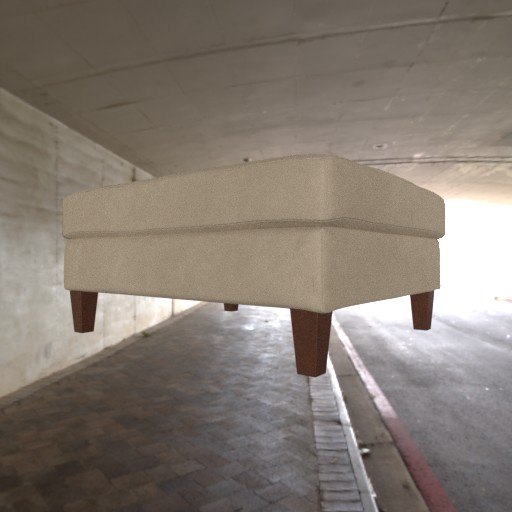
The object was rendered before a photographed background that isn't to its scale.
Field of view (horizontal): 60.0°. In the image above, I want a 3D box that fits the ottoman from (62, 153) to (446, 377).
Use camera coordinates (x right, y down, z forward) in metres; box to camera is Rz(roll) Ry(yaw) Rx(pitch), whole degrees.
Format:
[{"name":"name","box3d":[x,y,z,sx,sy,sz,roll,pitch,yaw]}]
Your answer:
[{"name":"ottoman","box3d":[0.000,0.000,1.465,1.002,0.492,0.836,0,0,38]}]
